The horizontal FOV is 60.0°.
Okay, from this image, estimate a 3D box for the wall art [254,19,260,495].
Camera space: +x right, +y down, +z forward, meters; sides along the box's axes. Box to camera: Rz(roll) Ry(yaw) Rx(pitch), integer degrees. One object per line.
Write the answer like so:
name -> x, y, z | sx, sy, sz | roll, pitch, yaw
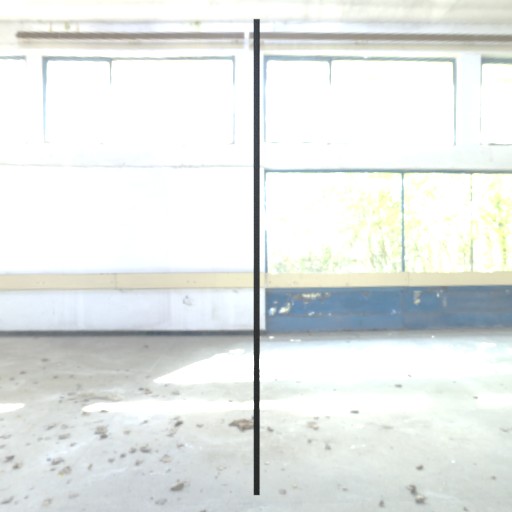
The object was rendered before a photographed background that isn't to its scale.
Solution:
wall art -> 0.000, 0.000, 1.253 | 0.013, 0.967, 0.707 | 0, 1, 0
